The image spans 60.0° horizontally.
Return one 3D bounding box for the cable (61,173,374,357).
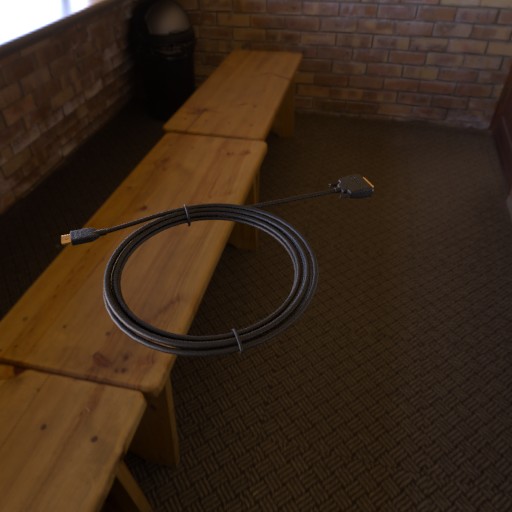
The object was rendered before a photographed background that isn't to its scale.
[{"bbox_3d":[0.000,0.000,0.512,0.422,0.030,0.257,-13,42,-15],"label":"cable"}]
